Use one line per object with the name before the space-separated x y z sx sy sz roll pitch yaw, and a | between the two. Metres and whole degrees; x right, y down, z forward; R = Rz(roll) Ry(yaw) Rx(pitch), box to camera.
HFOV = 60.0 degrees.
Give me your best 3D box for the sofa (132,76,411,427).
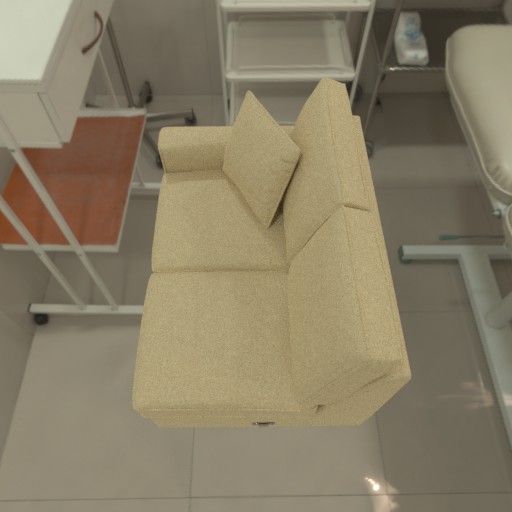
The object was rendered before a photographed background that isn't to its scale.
sofa | 0.000 0.000 2.040 0.991 0.989 1.388 -1 59 0
